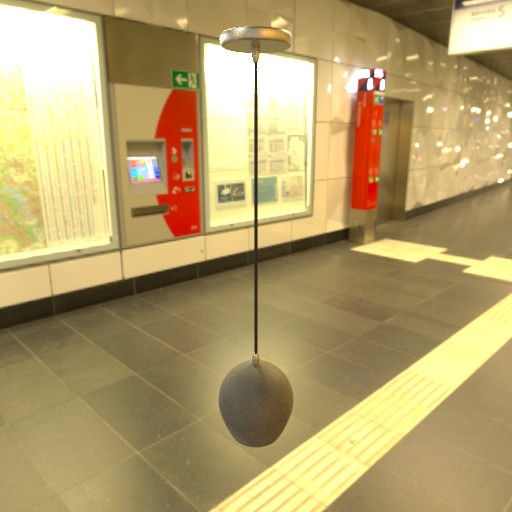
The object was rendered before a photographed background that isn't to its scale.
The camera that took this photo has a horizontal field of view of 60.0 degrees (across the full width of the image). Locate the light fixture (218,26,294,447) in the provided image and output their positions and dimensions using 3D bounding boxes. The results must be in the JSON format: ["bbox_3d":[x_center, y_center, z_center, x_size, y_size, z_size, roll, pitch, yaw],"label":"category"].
[{"bbox_3d":[0.000,0.000,0.833,0.153,0.760,0.153,7,16,25],"label":"light fixture"}]
